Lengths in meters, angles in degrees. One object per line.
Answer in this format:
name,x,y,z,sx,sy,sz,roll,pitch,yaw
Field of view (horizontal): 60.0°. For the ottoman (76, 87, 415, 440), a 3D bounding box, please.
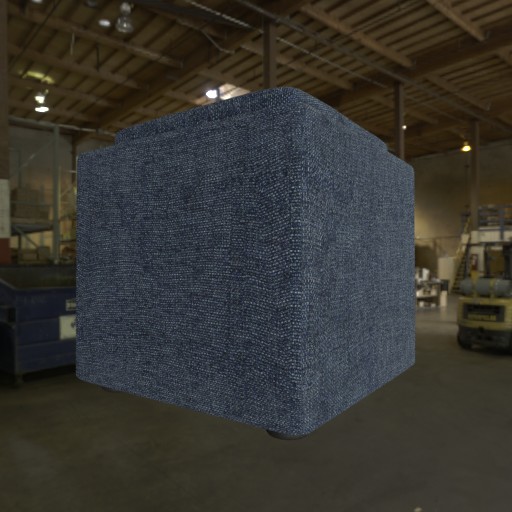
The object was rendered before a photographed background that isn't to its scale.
ottoman,0.000,0.000,0.808,0.450,0.460,0.450,-1,-1,35
